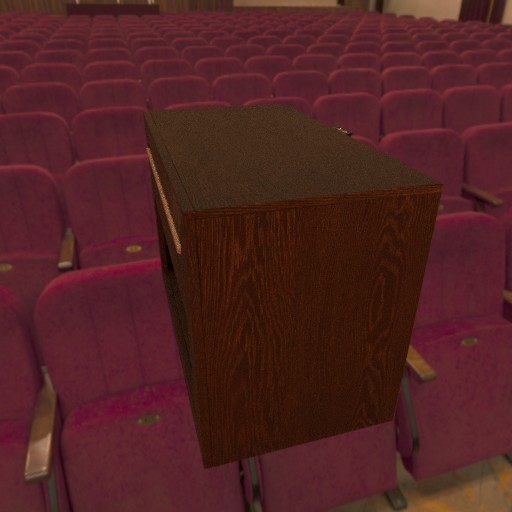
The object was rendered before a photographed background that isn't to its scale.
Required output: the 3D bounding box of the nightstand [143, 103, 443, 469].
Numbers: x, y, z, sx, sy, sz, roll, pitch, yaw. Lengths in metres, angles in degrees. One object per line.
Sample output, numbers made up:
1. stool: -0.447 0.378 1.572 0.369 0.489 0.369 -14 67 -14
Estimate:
1. nightstand: 0.000 0.000 1.144 0.457 0.612 0.775 -8 30 -15
